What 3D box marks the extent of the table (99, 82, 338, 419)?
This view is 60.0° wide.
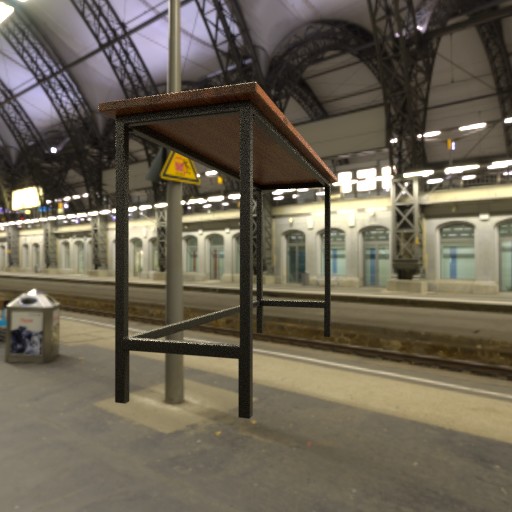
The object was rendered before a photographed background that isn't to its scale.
[{"bbox_3d":[0.000,0.000,1.585,0.408,0.740,1.204,0,0,19],"label":"table"}]
